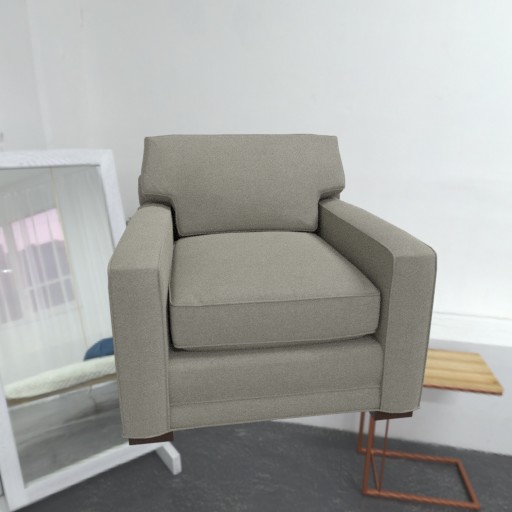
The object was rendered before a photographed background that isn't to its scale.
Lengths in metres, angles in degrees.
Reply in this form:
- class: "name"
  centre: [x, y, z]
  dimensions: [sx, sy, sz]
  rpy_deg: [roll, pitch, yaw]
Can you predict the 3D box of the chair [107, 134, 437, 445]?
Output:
- class: "chair"
  centre: [0.000, 0.000, 1.800]
  dimensions: [0.999, 0.934, 1.044]
  rpy_deg: [-2, 17, -8]
